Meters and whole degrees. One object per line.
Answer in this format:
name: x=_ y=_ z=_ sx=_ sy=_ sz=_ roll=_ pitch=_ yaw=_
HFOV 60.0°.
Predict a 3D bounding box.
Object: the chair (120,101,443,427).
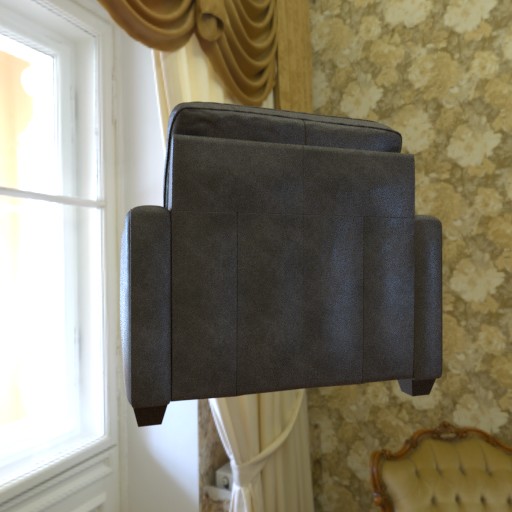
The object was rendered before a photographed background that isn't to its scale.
chair: x=0.000 y=0.000 z=1.728 sx=1.006 sy=0.916 sz=0.939 roll=0 pitch=0 yaw=-18
